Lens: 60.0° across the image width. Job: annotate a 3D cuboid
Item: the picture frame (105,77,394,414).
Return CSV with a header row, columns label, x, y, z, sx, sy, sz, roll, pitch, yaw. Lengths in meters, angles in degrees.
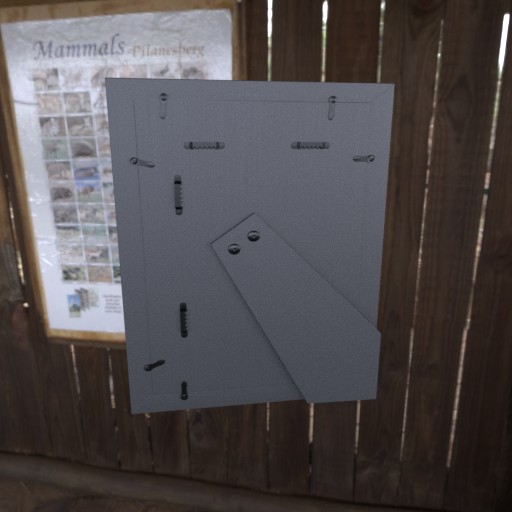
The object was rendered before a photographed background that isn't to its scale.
label,x,y,z,sx,sy,sz,roll,pitch,yaw
picture frame,0.000,0.000,0.517,0.307,0.383,0.036,-2,15,-8
